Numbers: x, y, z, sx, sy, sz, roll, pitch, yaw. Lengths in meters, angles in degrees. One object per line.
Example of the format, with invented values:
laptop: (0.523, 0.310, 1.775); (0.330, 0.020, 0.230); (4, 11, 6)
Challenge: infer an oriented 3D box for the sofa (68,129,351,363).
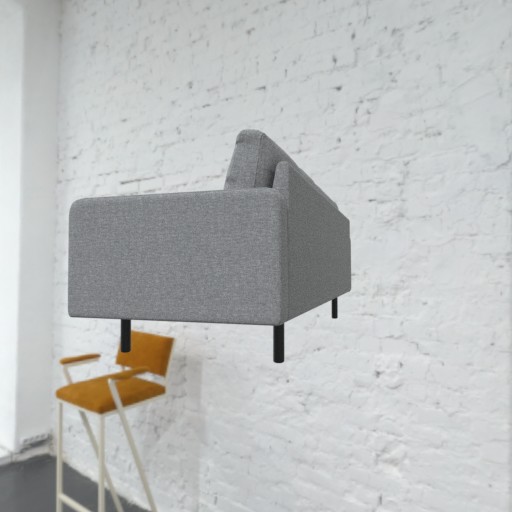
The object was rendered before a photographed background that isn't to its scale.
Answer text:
sofa: (0.000, 0.000, 2.601); (0.880, 0.880, 2.200); (0, -2, 18)
